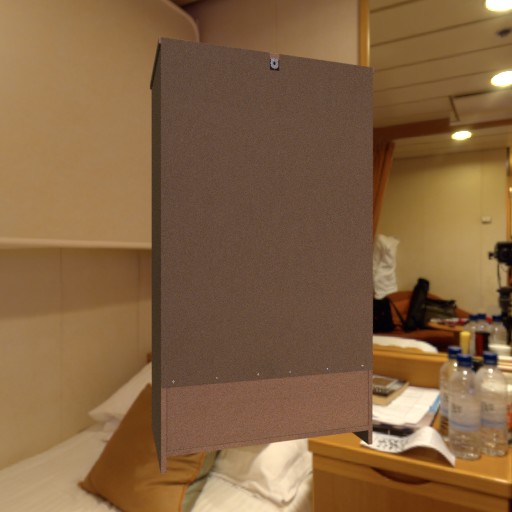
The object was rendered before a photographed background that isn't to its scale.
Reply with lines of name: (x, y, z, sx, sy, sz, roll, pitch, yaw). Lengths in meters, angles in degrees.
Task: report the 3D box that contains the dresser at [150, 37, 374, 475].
dresser: (0.000, 0.000, 1.559, 0.704, 1.255, 0.399, 0, 0, -17)
